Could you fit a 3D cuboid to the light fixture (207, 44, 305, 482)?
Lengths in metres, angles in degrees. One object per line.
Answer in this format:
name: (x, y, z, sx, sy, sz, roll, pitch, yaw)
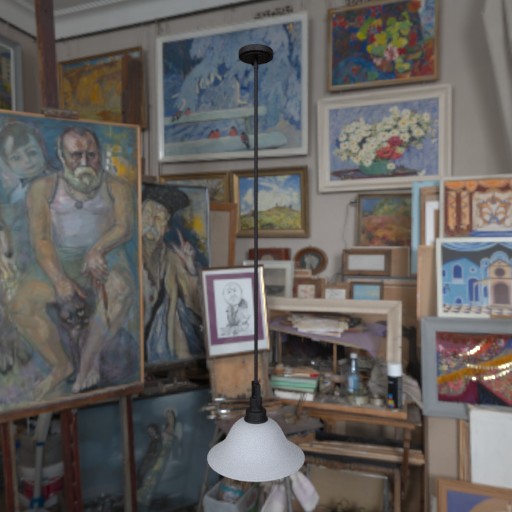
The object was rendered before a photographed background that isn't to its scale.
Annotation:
light fixture: (0.000, 0.000, 1.465, 0.324, 1.337, 0.324, 0, 1, -18)
